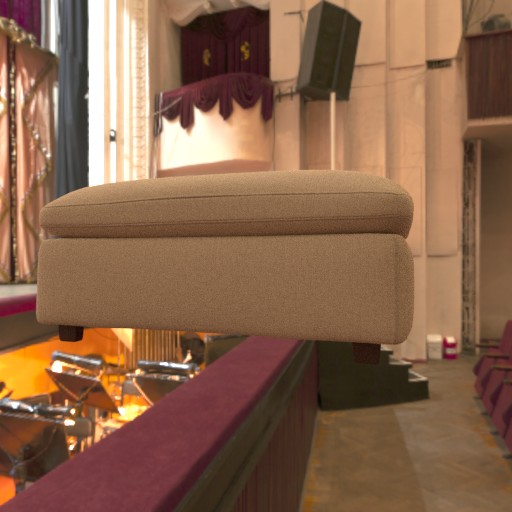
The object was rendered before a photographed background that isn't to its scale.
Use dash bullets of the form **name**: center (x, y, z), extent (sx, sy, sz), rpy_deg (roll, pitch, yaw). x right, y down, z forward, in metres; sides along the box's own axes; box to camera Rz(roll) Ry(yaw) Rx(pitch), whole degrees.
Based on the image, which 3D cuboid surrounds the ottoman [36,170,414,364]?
- **ottoman**: center (0.000, 0.000, 1.492), extent (0.996, 0.467, 0.977), rpy_deg (0, 0, 18)
